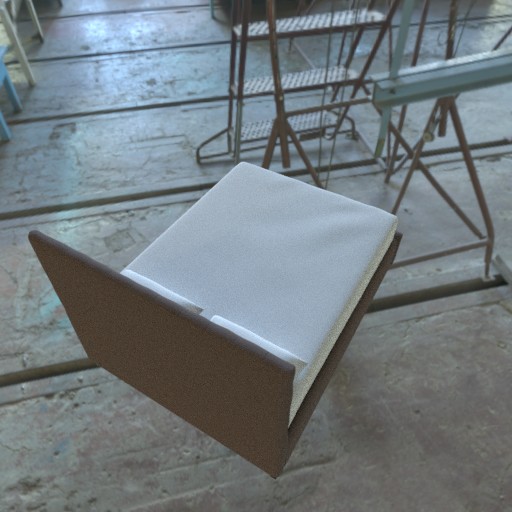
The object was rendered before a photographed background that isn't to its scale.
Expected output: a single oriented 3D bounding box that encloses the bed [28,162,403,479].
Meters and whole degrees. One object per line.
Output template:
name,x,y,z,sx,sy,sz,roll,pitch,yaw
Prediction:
bed,0.000,0.000,3.328,1.696,1.426,2.233,24,51,21
